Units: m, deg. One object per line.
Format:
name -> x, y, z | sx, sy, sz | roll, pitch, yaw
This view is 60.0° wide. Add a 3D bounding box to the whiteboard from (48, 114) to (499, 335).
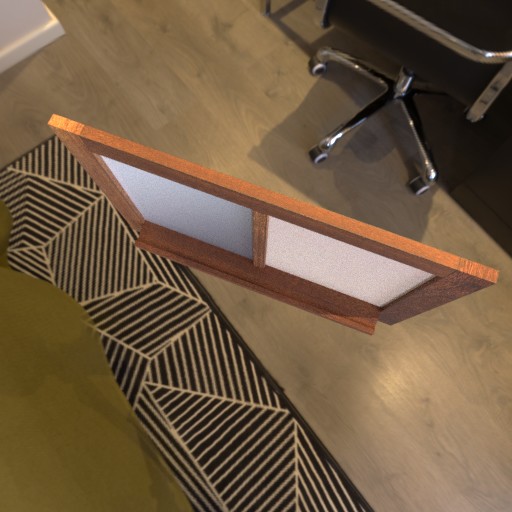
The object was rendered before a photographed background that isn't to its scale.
whiteboard -> 0.000, 0.000, 0.989 | 0.783, 0.559, 0.083 | 20, 75, 5
